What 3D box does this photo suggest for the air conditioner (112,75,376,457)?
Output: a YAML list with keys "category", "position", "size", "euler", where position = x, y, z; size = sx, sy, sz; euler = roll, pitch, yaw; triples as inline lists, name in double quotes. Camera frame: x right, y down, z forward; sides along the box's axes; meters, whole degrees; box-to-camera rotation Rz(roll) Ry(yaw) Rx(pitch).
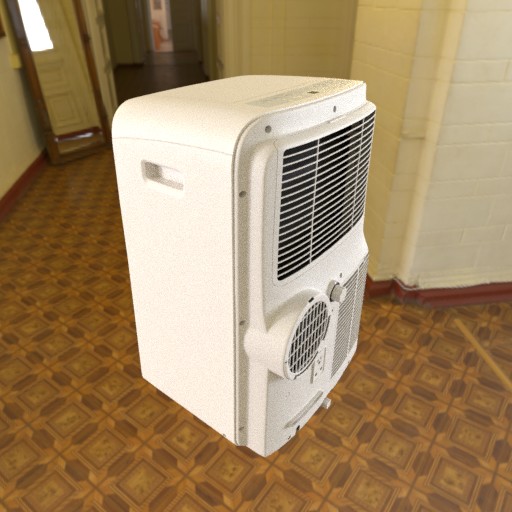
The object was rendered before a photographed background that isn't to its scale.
- category: "air conditioner"
  position: [0.000, 0.000, 1.046]
  size: [0.467, 0.765, 0.478]
  euler: [21, 36, 31]
